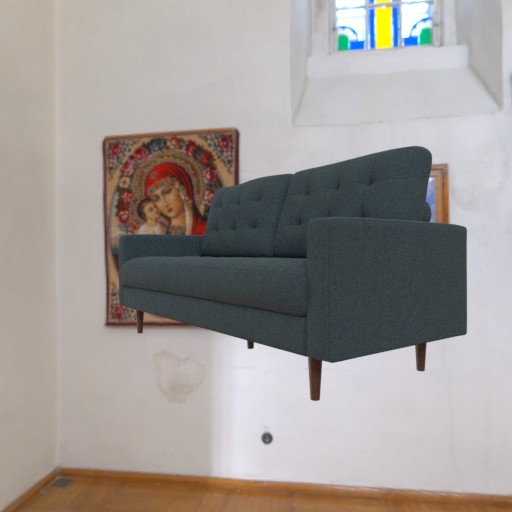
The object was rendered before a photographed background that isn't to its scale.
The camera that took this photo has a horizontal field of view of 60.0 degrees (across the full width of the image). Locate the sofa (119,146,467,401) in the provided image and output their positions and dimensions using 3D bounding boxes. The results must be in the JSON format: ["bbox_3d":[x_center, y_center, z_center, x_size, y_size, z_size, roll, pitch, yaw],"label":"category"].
[{"bbox_3d":[0.000,0.000,2.539,0.966,1.050,2.010,0,1,-37],"label":"sofa"}]
